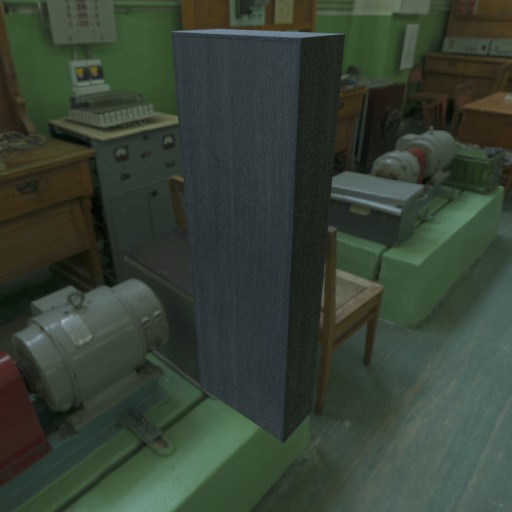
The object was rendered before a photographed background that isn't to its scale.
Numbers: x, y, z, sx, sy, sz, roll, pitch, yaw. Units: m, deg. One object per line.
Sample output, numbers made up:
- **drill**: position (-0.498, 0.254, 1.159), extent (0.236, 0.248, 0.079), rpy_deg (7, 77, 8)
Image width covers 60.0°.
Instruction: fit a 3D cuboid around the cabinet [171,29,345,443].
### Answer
- **cabinet**: position (0.000, 0.000, 1.808), extent (0.520, 1.630, 0.255), rpy_deg (22, 36, 33)
